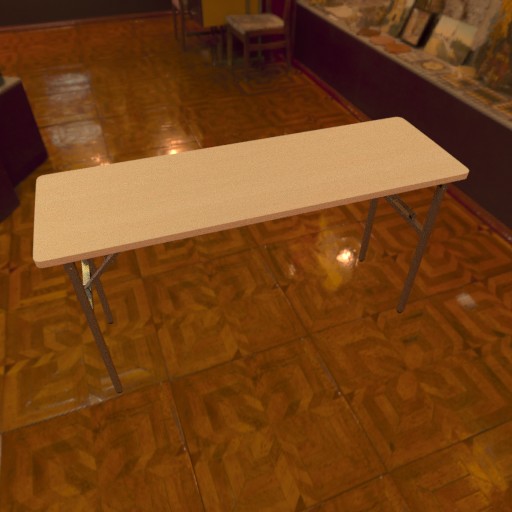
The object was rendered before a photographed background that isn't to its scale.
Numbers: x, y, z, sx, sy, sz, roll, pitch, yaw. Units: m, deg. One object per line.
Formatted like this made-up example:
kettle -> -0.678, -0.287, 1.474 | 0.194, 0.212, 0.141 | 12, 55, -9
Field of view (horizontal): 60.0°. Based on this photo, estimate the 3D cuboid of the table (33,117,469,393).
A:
table -> 0.000, 0.000, 1.743 | 1.397, 0.750, 0.446 | -13, 44, -14
